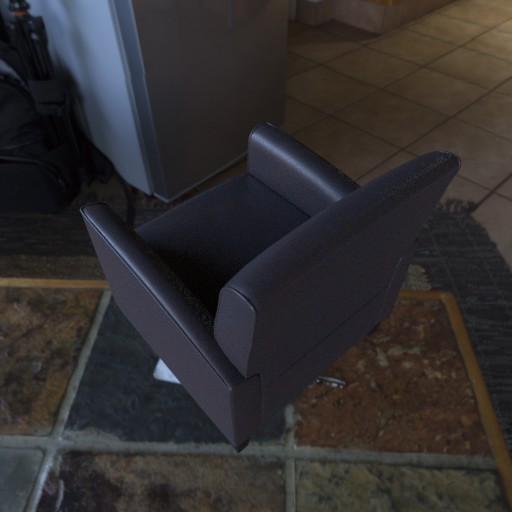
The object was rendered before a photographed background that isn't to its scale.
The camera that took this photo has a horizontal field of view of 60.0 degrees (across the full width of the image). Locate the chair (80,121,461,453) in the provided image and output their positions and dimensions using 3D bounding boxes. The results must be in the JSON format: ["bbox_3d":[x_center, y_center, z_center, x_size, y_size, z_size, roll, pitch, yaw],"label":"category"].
[{"bbox_3d":[0.000,0.000,1.523,0.820,0.916,0.819,-33,55,-27],"label":"chair"}]
